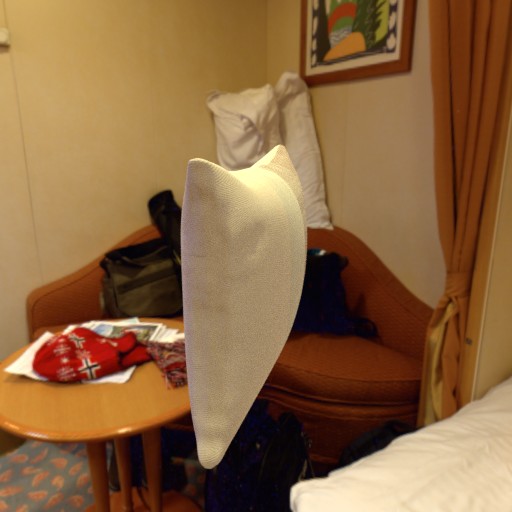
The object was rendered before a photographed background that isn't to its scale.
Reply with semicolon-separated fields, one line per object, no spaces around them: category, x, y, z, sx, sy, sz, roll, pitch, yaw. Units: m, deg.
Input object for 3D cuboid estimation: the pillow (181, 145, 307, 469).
pillow;0.000;0.000;0.635;0.139;0.305;0.506;3;15;10
